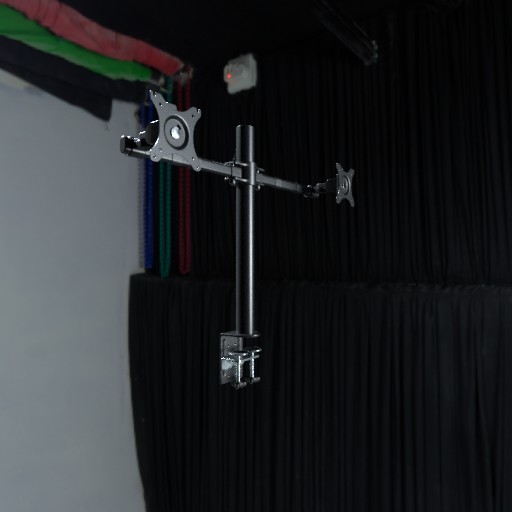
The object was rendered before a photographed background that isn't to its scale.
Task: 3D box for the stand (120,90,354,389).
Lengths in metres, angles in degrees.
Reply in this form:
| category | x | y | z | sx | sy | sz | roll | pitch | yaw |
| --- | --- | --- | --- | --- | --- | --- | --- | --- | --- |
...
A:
| category | x | y | z | sx | sy | sz | roll | pitch | yaw |
| --- | --- | --- | --- | --- | --- | --- | --- | --- | --- |
| stand | 0.000 | 0.000 | 1.019 | 0.150 | 0.603 | 0.743 | 0 | -1 | 37 |
